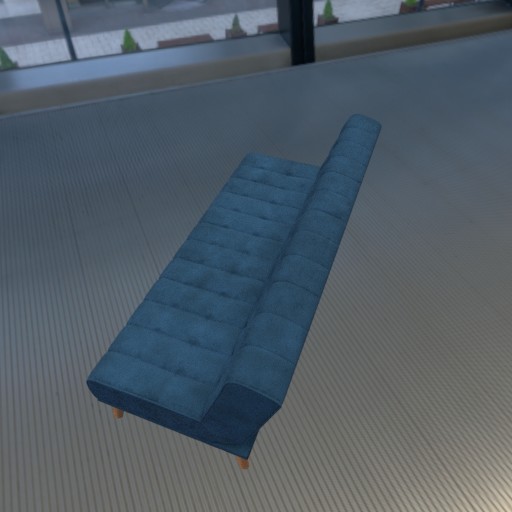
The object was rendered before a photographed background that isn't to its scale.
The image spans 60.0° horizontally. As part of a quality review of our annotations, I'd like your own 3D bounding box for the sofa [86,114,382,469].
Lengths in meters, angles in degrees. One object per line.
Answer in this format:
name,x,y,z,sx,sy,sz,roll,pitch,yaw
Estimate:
sofa,0.000,0.000,2.306,0.855,0.813,1.804,15,48,14
